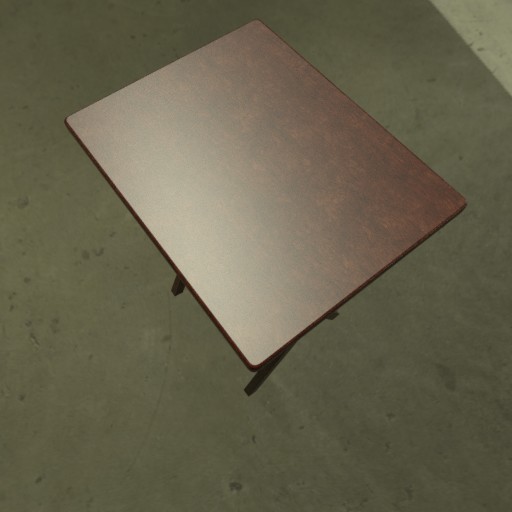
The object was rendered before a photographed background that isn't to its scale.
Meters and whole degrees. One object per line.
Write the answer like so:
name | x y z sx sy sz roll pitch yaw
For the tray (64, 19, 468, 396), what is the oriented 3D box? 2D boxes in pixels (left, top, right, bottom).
tray | 0.000 0.000 0.942 0.381 0.660 0.483 -35 69 -15
